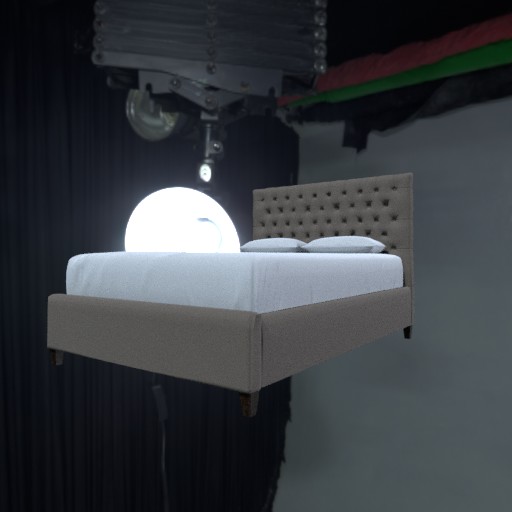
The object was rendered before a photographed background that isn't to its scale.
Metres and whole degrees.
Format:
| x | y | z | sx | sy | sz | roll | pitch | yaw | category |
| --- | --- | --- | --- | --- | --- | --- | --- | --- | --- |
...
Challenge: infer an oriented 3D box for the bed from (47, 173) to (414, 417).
| x | y | z | sx | sy | sz | roll | pitch | yaw | category |
| --- | --- | --- | --- | --- | --- | --- | --- | --- | --- |
| 0.000 | 0.000 | 3.375 | 1.698 | 1.427 | 2.387 | 0 | 0 | 36 | bed |
